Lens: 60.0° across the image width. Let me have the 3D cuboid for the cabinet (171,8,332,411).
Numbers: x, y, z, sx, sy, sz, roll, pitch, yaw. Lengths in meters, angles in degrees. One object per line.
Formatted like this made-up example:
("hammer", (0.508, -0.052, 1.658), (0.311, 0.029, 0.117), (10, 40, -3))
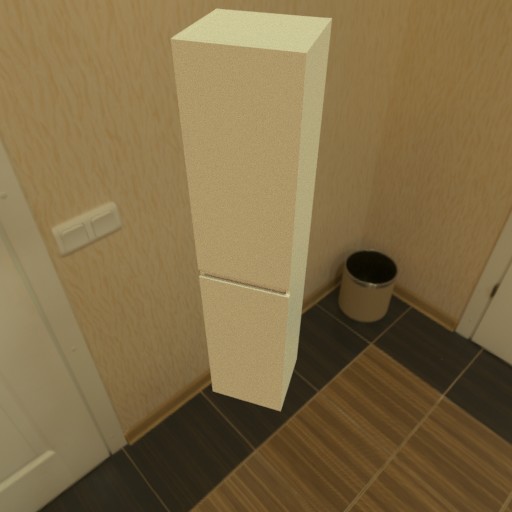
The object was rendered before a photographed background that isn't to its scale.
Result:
("cabinet", (0.000, 0.000, 1.480), (0.300, 1.400, 0.269), (12, 43, 13))
